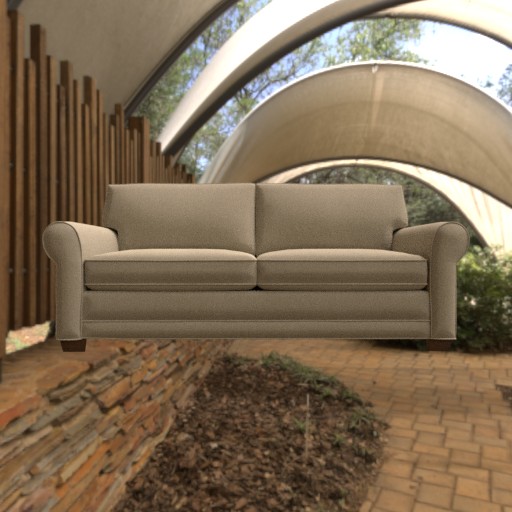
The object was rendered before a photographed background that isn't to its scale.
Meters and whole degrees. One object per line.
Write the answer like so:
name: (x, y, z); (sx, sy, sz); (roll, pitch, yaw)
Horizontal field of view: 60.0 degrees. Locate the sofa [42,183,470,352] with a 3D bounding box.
sofa: (0.000, 0.000, 2.648); (2.146, 0.962, 0.901); (0, 0, -1)
